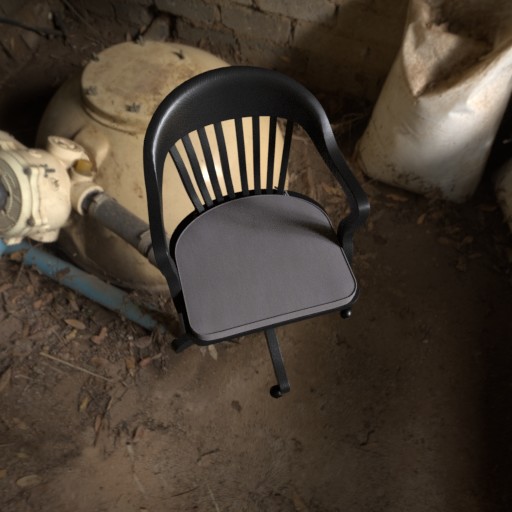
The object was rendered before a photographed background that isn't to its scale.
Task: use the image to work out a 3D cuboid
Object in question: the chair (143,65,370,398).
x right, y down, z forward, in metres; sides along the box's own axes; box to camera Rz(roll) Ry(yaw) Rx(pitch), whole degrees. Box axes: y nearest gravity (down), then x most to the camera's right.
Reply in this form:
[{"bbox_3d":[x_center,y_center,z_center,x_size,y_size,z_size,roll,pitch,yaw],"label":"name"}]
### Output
[{"bbox_3d":[0.000,0.000,1.479,0.750,0.878,0.788,-14,63,-7],"label":"chair"}]
